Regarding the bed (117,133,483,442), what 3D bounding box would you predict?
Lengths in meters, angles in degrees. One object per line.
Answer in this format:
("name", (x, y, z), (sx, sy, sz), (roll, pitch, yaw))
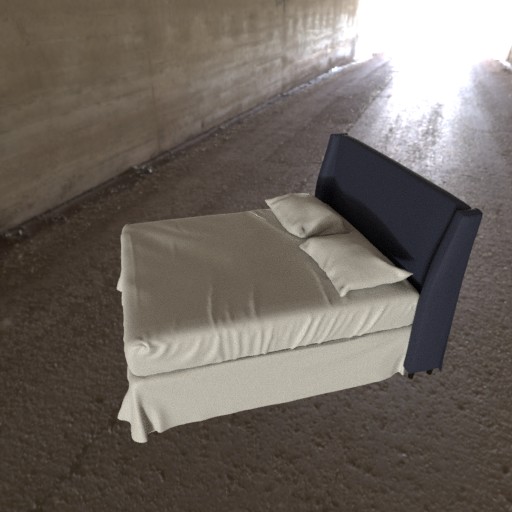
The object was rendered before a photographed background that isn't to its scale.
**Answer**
("bed", (0.000, 0.000, 3.444), (2.276, 1.332, 1.925), (-8, 31, -13))
